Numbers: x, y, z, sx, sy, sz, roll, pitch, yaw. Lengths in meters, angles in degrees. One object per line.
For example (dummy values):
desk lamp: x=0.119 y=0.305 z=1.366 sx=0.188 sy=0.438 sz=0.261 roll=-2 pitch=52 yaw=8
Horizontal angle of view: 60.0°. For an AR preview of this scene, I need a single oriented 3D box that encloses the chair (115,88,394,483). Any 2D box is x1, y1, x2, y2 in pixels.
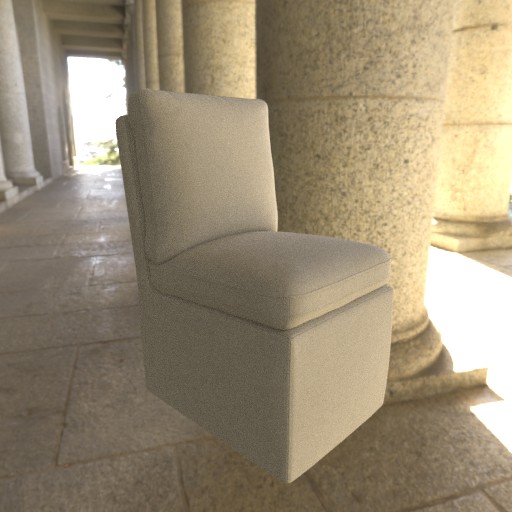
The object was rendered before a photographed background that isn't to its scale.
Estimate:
chair: x=0.000 y=0.000 z=1.311 sx=0.698 sy=0.927 sz=0.503 roll=14 pitch=20 yaw=42
